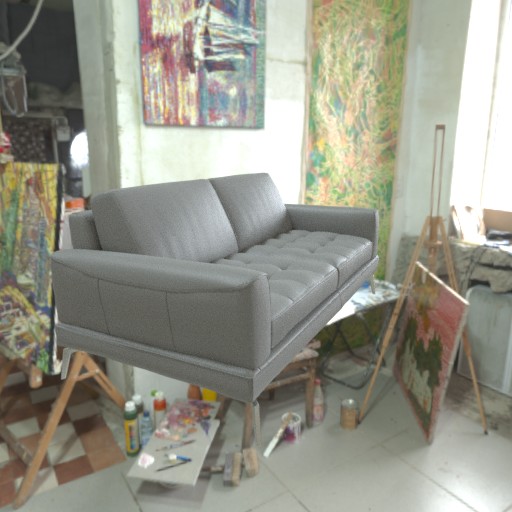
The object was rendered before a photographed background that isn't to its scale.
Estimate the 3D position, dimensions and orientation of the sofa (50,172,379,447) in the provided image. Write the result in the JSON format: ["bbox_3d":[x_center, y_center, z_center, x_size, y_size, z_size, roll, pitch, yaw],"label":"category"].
[{"bbox_3d":[0.000,0.000,2.742,1.121,0.930,2.177,7,16,27],"label":"sofa"}]
